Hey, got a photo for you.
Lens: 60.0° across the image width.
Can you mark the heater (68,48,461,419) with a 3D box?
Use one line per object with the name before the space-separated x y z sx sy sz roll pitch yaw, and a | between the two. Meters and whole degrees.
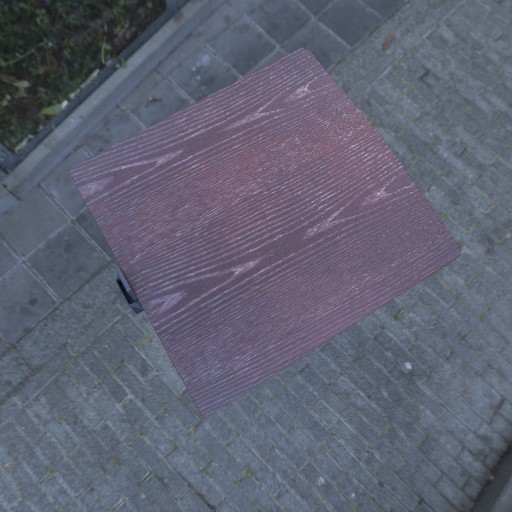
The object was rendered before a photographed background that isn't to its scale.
heater | 0.000 0.000 0.762 0.400 0.481 0.362 -30 77 -8
